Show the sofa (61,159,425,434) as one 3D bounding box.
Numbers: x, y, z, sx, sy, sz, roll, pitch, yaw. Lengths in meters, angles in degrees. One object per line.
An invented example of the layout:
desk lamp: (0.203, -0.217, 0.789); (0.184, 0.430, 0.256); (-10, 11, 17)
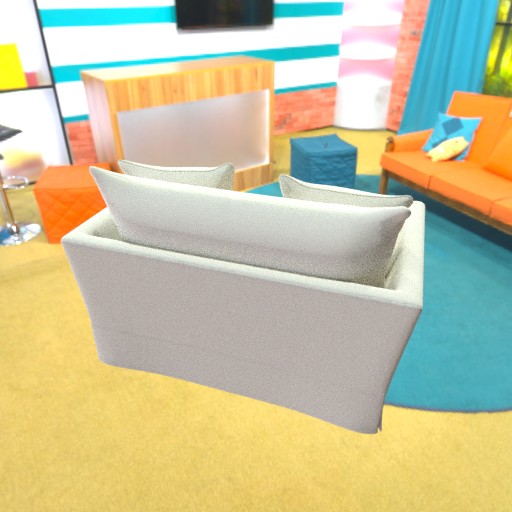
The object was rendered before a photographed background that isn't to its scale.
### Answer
sofa: (0.000, 0.000, 2.329); (1.608, 1.039, 1.026); (10, 33, 16)
